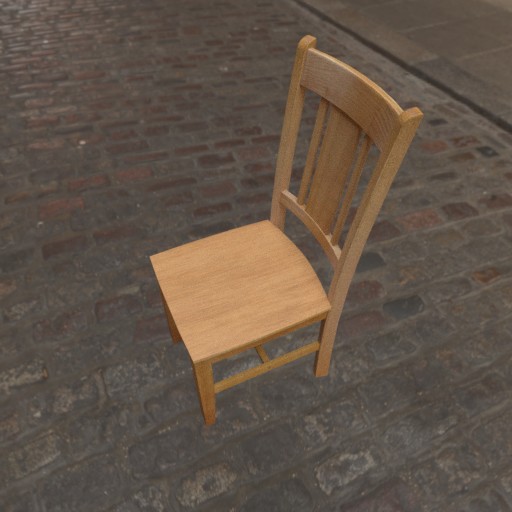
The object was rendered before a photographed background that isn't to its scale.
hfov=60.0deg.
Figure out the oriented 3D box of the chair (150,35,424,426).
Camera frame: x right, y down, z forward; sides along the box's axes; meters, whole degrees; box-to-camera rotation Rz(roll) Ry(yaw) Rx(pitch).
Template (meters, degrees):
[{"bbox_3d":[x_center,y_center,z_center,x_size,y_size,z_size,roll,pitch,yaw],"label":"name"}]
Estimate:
[{"bbox_3d":[0.000,0.000,1.285,0.556,0.998,0.450,-19,49,-17],"label":"chair"}]
